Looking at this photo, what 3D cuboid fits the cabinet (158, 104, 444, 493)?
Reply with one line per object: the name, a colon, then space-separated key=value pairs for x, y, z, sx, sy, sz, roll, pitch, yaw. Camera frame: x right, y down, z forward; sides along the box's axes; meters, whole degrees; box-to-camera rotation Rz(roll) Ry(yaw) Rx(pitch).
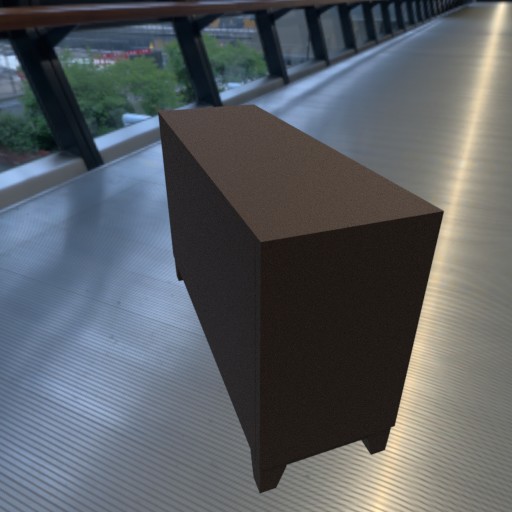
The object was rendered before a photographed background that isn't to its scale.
cabinet: x=0.000 y=0.000 z=1.817 sx=0.482 sy=0.914 sz=1.396 roll=-10 pitch=31 yaw=-17
